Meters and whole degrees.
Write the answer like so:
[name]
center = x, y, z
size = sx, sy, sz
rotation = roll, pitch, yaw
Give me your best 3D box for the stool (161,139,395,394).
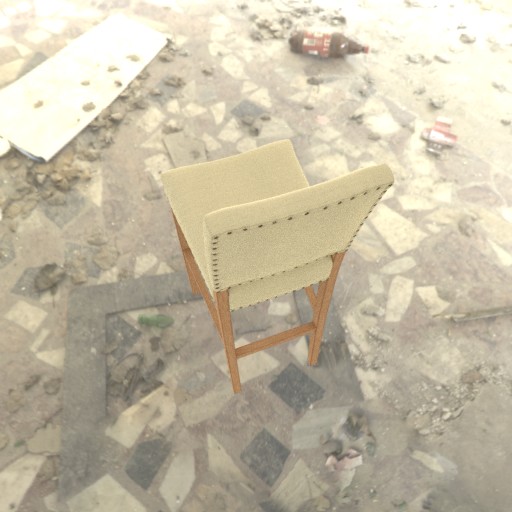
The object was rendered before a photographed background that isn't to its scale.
[stool]
center = 0.000, 0.000, 1.408
size = 0.428, 1.143, 0.546
rotation = -17, 60, -11
